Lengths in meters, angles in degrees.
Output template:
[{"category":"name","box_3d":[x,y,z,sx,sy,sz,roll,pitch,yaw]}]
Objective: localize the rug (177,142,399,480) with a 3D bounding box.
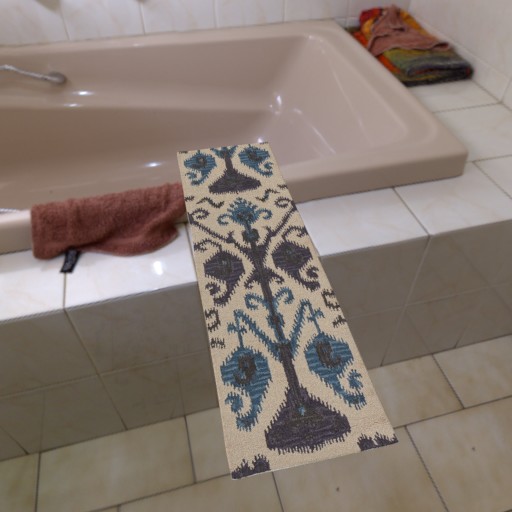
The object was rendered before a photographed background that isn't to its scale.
[{"category":"rug","box_3d":[0.000,0.000,2.522,0.692,0.017,2.301,-9,47,-8]}]
